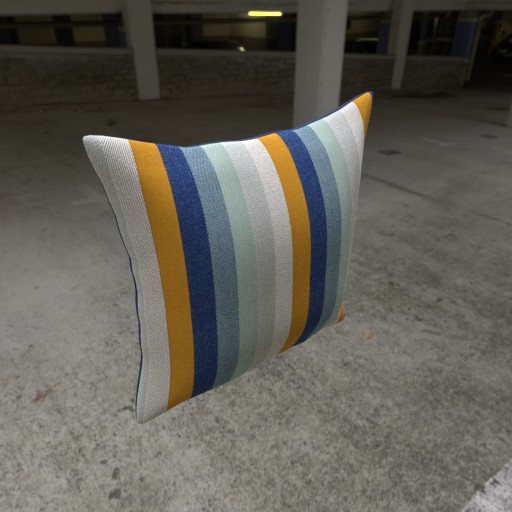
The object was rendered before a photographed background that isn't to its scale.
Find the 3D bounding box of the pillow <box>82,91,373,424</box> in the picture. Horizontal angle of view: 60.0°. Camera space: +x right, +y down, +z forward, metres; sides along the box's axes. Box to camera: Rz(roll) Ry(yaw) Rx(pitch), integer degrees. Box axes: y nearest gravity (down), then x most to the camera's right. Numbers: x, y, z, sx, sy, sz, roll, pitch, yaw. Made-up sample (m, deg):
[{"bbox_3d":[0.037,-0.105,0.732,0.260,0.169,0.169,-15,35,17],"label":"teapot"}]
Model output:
[{"bbox_3d":[0.000,0.000,0.706,0.463,0.454,0.173,-20,35,-31],"label":"pillow"}]
